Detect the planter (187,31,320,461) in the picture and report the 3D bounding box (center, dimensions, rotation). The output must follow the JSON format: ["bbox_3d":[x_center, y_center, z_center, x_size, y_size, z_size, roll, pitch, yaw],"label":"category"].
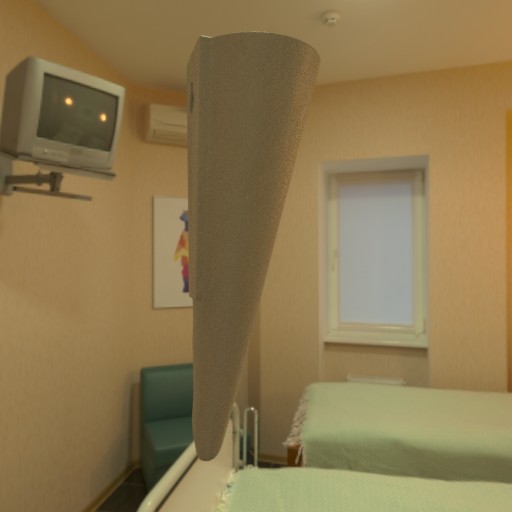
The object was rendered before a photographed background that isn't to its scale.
[{"bbox_3d":[0.000,0.000,0.217,0.064,0.191,0.057,0,-1,-19],"label":"planter"}]
